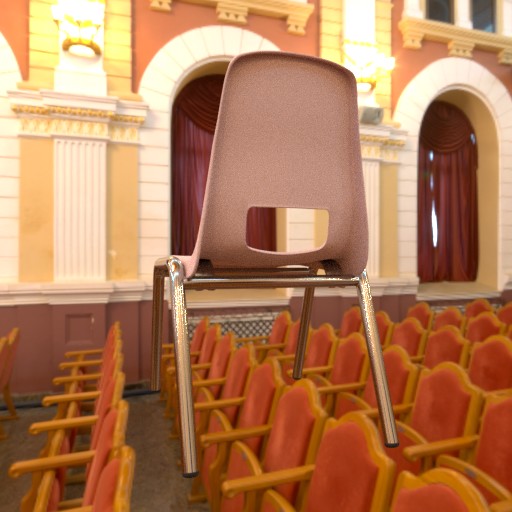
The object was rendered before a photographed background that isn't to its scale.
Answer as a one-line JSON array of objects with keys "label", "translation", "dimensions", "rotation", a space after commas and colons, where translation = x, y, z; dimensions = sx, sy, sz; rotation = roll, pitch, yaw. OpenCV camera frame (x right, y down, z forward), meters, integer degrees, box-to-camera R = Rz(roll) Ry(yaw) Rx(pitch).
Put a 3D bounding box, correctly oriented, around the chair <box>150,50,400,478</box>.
[{"label": "chair", "translation": [0.000, 0.000, 0.821], "dimensions": [0.354, 0.586, 0.423], "rotation": [0, 0, -17]}]
